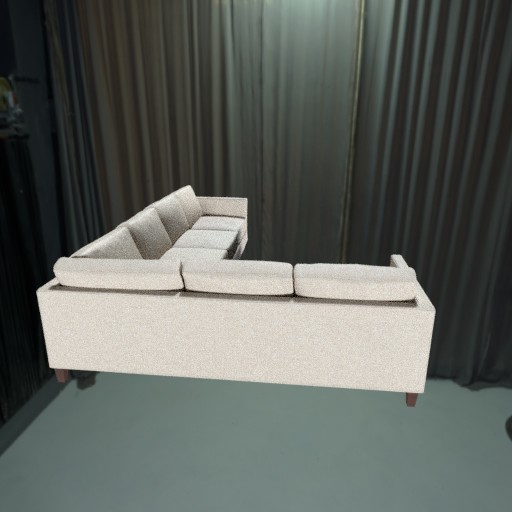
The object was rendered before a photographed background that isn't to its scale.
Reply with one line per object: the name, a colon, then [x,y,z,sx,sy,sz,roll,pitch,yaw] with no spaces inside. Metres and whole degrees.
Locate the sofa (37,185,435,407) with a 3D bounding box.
sofa: [0.000,0.000,4.198,2.432,0.863,3.182,2,18,6]
